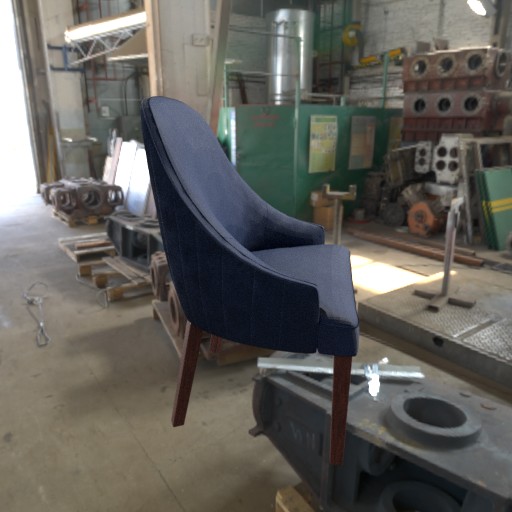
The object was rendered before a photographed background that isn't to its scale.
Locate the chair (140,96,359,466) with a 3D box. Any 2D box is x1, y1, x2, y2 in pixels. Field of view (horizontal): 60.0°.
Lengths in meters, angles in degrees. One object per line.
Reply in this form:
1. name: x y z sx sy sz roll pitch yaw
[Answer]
1. chair: 0.000 0.000 1.304 0.575 0.889 0.643 3 17 9
